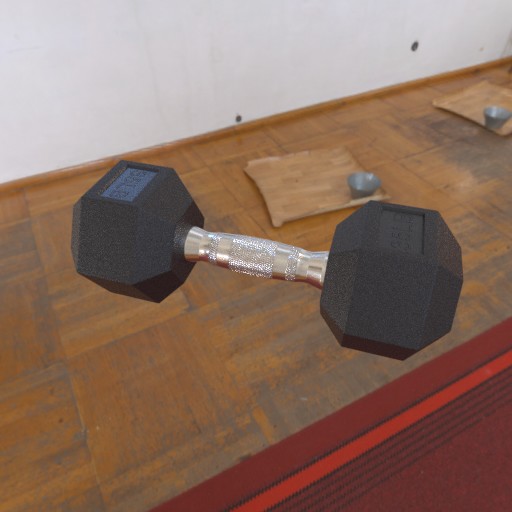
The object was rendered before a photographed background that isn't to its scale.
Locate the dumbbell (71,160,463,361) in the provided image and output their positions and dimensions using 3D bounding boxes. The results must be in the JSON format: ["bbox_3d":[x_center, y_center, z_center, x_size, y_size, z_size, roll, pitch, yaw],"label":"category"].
[{"bbox_3d":[0.000,0.000,0.430,0.356,0.123,0.141,11,43,13],"label":"dumbbell"}]
